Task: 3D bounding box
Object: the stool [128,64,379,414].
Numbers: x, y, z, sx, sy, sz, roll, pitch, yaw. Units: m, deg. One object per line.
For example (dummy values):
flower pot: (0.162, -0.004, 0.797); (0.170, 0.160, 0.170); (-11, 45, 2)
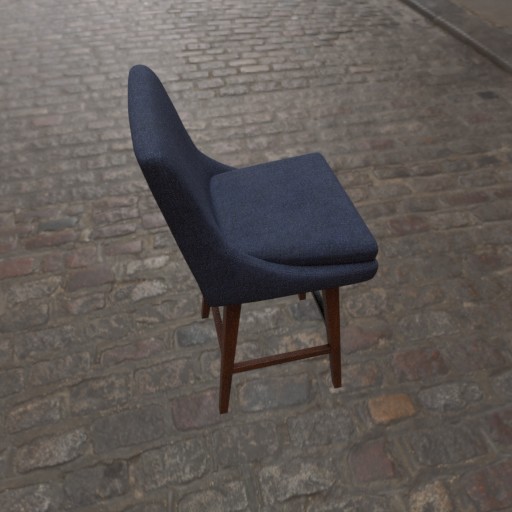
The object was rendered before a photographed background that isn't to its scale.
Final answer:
stool: (0.000, 0.000, 1.372); (0.572, 1.068, 0.489); (-10, 46, -9)
